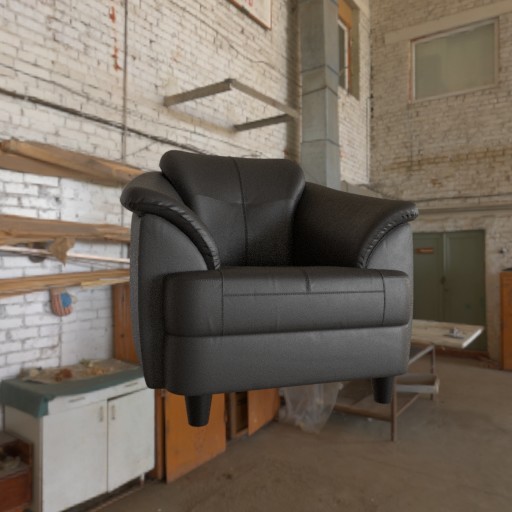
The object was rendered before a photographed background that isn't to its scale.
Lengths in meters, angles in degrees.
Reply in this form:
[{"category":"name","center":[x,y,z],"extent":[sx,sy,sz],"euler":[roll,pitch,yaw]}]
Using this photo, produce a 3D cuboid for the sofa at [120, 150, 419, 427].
[{"category":"sofa","center":[0.000,0.000,1.457],"extent":[0.870,0.811,0.794],"euler":[0,-1,-19]}]
